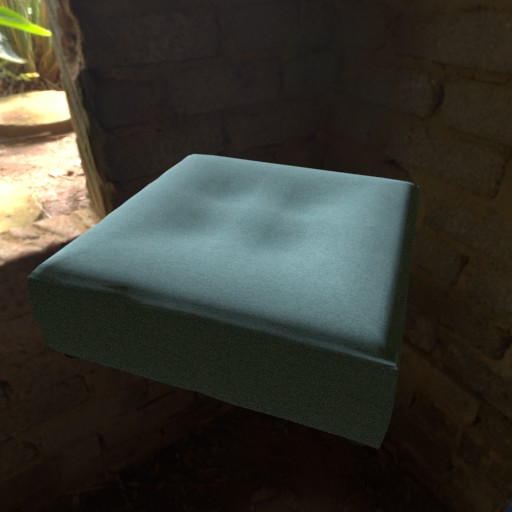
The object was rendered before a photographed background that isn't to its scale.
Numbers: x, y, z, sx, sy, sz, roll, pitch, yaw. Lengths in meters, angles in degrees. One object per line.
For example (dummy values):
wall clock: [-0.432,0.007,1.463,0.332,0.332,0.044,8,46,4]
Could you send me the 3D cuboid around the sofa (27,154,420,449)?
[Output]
sofa: [0.000,0.000,1.413,0.930,0.330,0.930,11,35,16]
